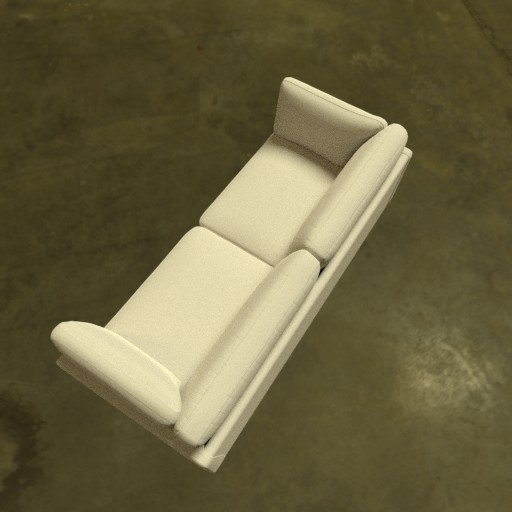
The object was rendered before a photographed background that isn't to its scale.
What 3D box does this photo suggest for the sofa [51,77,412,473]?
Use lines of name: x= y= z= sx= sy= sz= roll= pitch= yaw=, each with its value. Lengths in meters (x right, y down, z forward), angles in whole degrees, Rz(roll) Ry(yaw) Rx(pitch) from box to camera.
sofa: x=0.000 y=0.000 z=2.720 sx=0.957 sy=0.863 sz=2.301 roll=31 pitch=66 yaw=15
